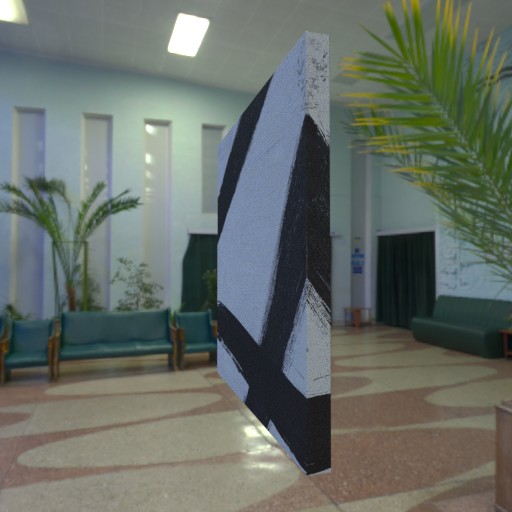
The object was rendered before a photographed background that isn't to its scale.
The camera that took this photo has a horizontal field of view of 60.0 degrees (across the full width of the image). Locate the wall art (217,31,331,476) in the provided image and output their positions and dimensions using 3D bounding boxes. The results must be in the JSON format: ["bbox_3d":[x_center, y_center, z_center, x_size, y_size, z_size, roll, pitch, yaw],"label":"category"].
[{"bbox_3d":[0.000,0.000,1.133,0.046,0.765,0.765,0,-1,-16],"label":"wall art"}]
